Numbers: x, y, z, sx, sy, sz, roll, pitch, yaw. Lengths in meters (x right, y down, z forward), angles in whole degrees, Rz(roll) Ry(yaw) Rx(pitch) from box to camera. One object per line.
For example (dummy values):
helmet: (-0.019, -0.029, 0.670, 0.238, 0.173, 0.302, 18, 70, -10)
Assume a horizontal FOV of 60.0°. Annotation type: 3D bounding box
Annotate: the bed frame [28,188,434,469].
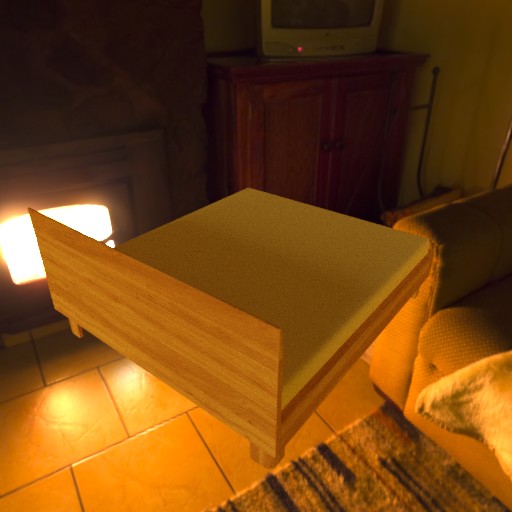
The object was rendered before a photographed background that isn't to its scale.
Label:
bed frame: (0.000, 0.000, 3.118, 1.872, 0.940, 2.092, 21, 36, 33)
